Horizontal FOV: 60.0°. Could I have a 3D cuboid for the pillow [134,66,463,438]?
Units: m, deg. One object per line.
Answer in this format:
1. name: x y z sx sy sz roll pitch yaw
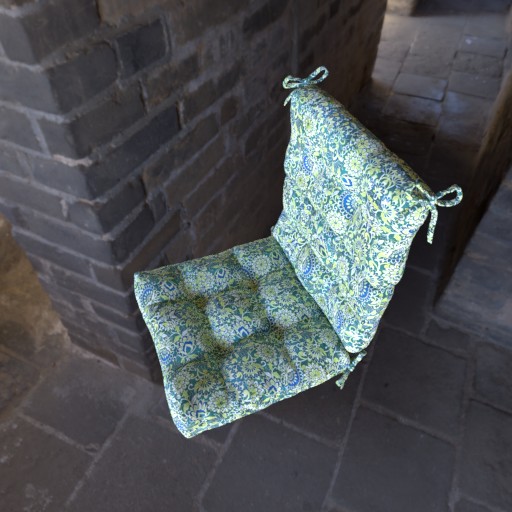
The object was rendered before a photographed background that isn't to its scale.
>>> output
1. pillow: 0.000 0.000 1.025 0.571 0.605 0.519 -17 50 -15
